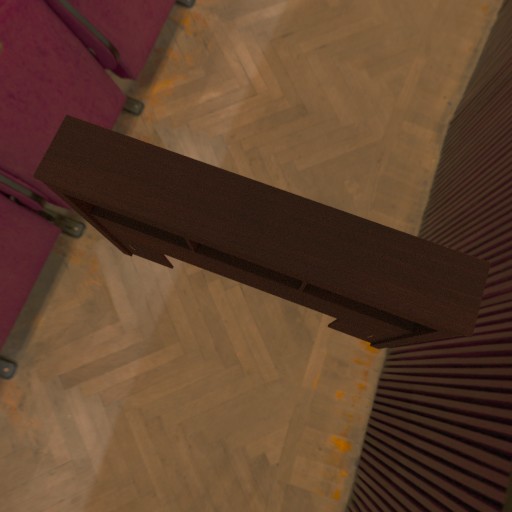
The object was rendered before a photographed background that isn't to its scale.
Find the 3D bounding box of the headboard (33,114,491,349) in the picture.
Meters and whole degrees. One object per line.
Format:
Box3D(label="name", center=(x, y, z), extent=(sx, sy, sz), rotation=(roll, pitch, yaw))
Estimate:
Box3D(label="headboard", center=(0.000, 0.000, 2.136), extent=(1.671, 1.092, 0.279), rotation=(20, 76, 5))
